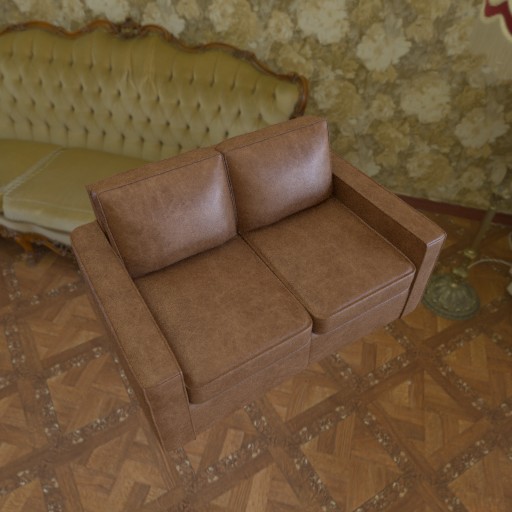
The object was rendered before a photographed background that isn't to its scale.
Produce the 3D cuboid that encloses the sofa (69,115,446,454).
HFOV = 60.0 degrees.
[{"bbox_3d":[0.000,0.000,2.174,1.532,0.896,1.020,-24,49,-22],"label":"sofa"}]
